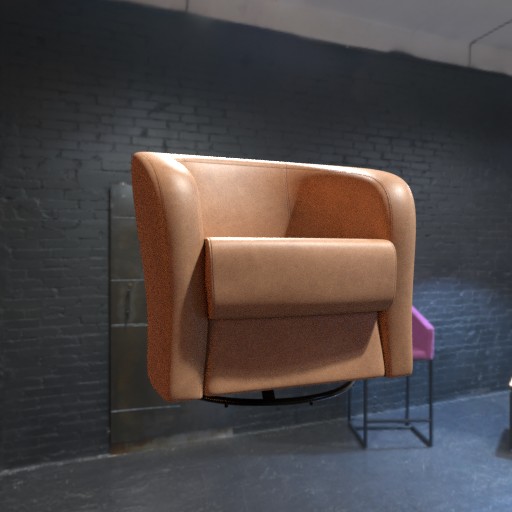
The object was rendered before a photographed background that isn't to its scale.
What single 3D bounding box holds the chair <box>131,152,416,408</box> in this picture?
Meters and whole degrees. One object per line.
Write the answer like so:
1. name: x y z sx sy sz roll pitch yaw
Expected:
1. chair: 0.000 0.000 1.446 0.791 0.771 0.815 0 0 -20
